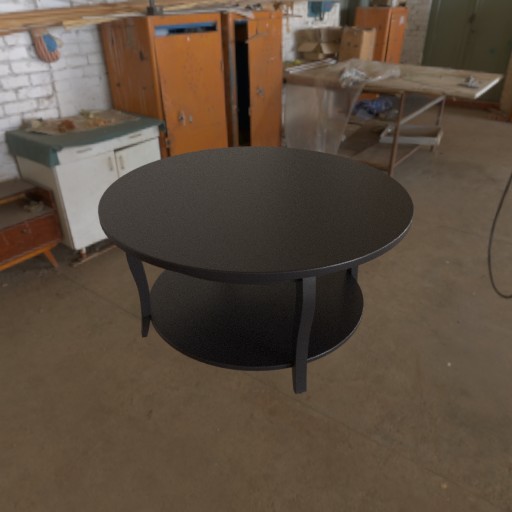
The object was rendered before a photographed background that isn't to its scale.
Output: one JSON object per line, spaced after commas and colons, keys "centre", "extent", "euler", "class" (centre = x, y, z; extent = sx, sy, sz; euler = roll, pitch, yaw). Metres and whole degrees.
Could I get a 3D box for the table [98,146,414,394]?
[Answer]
{"centre": [0.000, 0.000, 1.455], "extent": [0.914, 0.457, 0.914], "euler": [0, 31, 0], "class": "table"}
